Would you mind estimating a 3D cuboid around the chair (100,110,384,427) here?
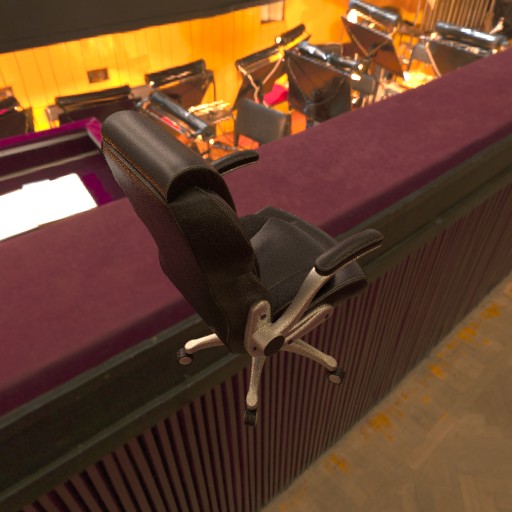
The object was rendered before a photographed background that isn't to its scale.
[{"bbox_3d":[0.000,0.000,1.607,0.801,1.141,0.724,-26,48,-26],"label":"chair"}]
